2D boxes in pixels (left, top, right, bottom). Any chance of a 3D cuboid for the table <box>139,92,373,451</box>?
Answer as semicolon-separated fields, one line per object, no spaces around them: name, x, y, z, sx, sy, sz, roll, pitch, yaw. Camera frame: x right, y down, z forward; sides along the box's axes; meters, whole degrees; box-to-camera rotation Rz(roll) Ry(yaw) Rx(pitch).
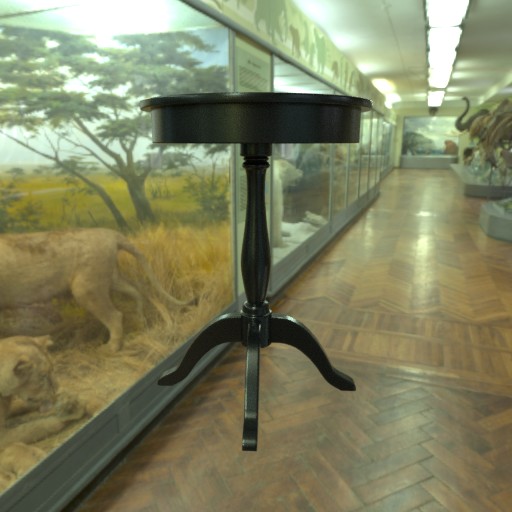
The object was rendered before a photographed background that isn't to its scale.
table;0.000;0.000;1.018;0.481;0.665;0.481;0;15;0
